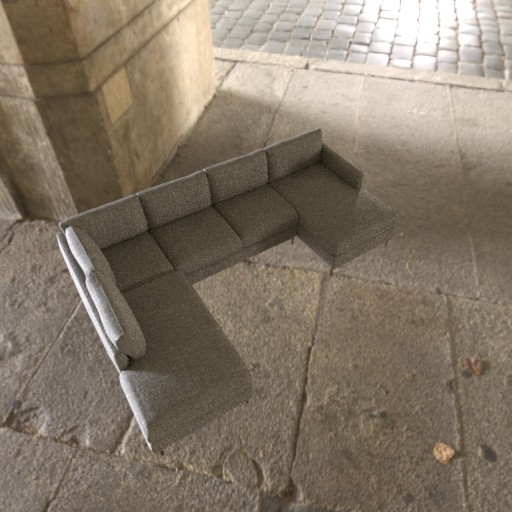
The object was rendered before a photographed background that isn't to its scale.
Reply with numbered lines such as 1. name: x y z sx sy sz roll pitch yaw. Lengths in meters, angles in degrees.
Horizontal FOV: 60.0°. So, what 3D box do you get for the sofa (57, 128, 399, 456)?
1. sofa: 0.000 0.000 3.685 2.737 0.756 1.879 -25 52 -21
